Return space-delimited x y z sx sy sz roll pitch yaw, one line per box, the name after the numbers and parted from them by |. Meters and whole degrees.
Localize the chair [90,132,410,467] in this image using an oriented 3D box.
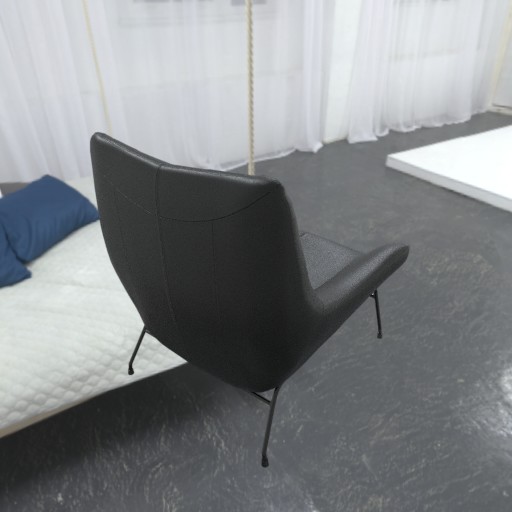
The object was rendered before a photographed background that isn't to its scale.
0.000 0.000 1.569 0.836 0.922 0.826 21 36 31 | chair
